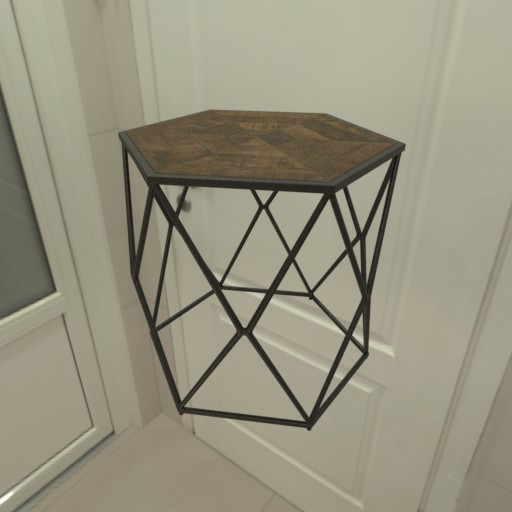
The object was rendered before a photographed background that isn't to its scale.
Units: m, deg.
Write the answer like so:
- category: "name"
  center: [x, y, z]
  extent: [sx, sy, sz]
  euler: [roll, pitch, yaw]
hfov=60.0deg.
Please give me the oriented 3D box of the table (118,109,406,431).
- category: "table"
  center: [0.000, 0.000, 1.052]
  extent: [0.579, 0.564, 0.578]
  euler: [21, 36, 32]
